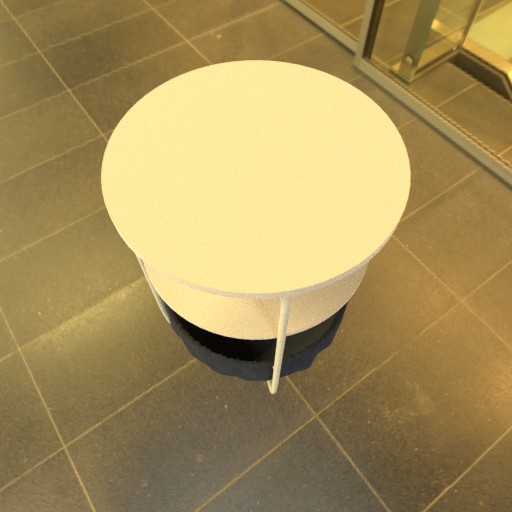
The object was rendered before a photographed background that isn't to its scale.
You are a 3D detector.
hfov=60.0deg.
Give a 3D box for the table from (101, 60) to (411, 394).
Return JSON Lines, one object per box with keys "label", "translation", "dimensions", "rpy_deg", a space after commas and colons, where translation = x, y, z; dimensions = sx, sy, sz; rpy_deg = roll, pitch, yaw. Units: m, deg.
{"label": "table", "translation": [0.000, 0.000, 0.836], "dimensions": [0.418, 0.532, 0.418], "rpy_deg": [31, 64, 17]}
